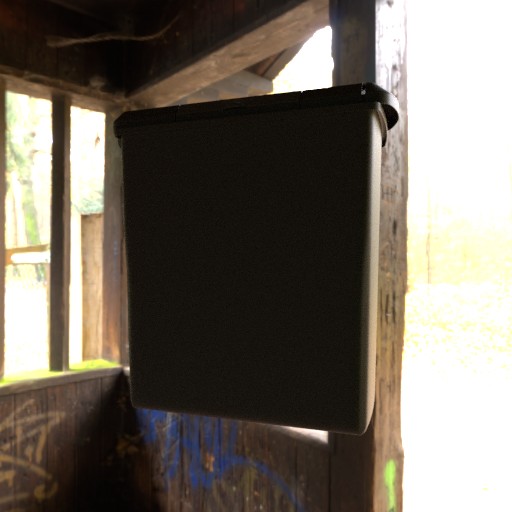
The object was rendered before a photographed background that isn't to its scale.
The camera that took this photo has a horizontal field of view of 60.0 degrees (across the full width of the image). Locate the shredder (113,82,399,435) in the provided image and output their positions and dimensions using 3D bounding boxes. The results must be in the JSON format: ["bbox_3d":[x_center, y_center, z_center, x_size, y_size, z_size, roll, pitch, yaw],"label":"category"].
[{"bbox_3d":[0.000,0.000,0.520,0.320,0.335,0.170,0,0,18],"label":"shredder"}]
